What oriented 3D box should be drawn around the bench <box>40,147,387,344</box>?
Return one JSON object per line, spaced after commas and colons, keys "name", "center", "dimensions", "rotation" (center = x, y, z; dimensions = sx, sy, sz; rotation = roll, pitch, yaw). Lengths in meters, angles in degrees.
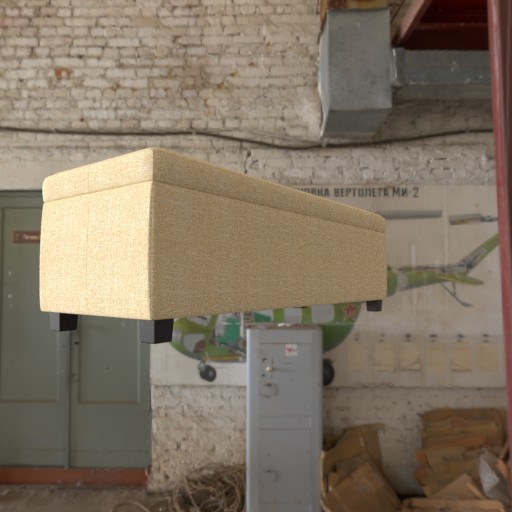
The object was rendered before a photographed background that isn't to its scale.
{"name": "bench", "center": [0.000, 0.000, 1.450], "dimensions": [0.432, 0.406, 1.219], "rotation": [-2, -4, 37]}
